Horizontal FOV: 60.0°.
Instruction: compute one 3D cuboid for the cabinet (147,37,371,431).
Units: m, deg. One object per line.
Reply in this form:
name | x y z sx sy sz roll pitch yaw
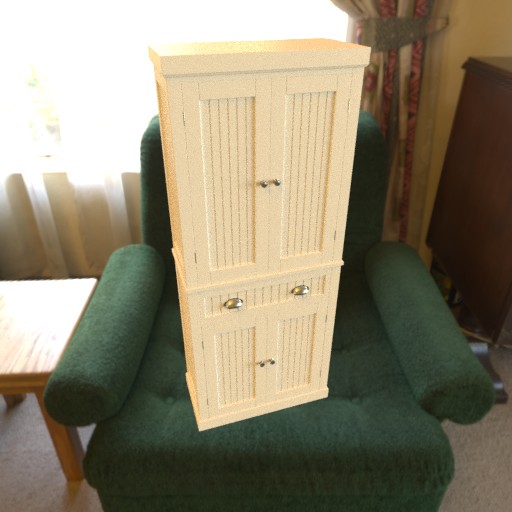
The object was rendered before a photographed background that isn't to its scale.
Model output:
cabinet | 0.000 0.000 2.121 0.754 1.829 0.390 -10 33 -15
